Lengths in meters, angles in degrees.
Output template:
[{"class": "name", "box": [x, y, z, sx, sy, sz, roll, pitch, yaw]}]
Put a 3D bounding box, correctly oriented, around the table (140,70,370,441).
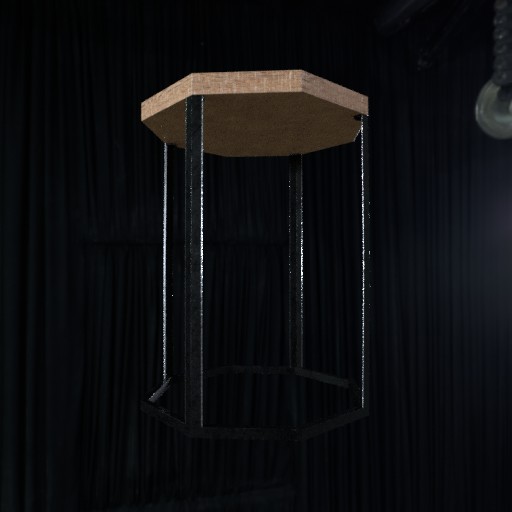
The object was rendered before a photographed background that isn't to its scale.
[{"class": "table", "box": [0.000, 0.000, 0.868, 0.437, 0.553, 0.437, 0, -1, -18]}]
